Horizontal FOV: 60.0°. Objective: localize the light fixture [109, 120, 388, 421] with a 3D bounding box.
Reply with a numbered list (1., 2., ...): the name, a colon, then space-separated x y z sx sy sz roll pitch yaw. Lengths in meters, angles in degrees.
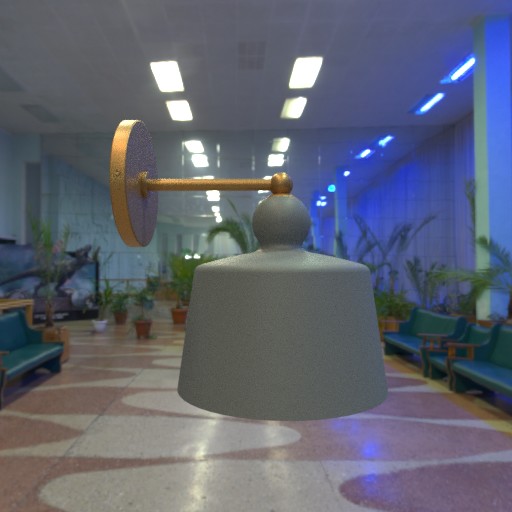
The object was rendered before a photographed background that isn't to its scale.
1. light fixture: 0.000 0.000 0.444 0.254 0.268 0.204 0 -1 1
